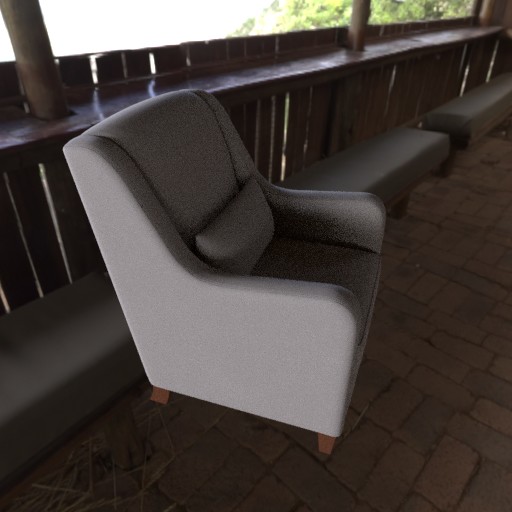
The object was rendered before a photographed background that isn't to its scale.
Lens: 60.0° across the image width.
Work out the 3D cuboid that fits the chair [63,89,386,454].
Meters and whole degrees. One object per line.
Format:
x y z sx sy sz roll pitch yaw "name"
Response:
0.000 0.000 1.589 0.863 1.010 0.715 11 34 16 "chair"
